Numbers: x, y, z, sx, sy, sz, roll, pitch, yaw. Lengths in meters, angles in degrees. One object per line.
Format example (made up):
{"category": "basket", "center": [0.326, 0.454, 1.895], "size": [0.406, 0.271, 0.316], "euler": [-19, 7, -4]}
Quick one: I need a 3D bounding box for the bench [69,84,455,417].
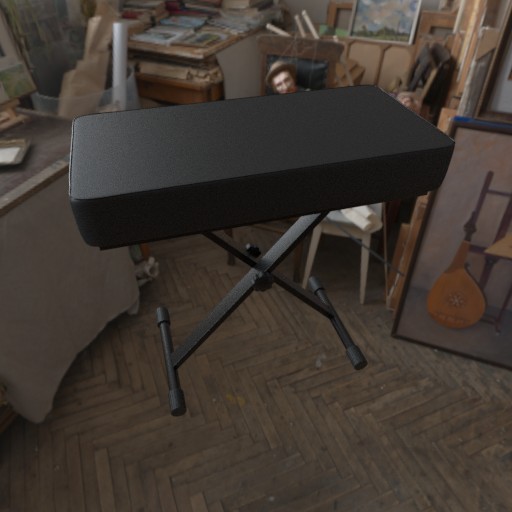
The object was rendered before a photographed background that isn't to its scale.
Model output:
{"category": "bench", "center": [0.000, 0.000, 0.931], "size": [0.600, 0.561, 0.300], "euler": [-11, 41, -12]}
